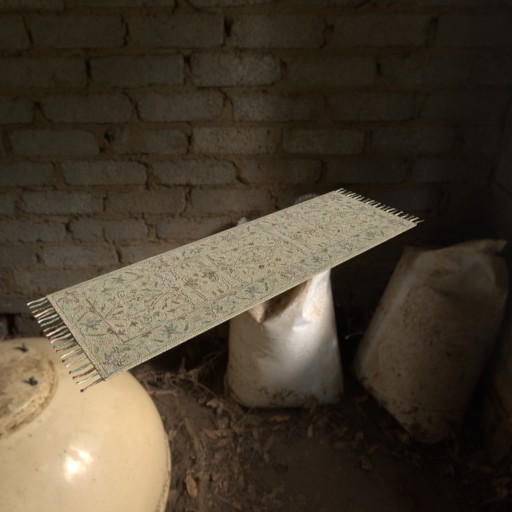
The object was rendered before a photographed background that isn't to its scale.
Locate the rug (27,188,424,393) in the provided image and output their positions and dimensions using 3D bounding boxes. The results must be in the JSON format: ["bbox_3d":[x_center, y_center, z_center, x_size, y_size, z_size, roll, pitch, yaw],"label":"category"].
[{"bbox_3d":[0.000,0.000,2.694,2.440,0.013,0.769,-23,38,-33],"label":"rug"}]
